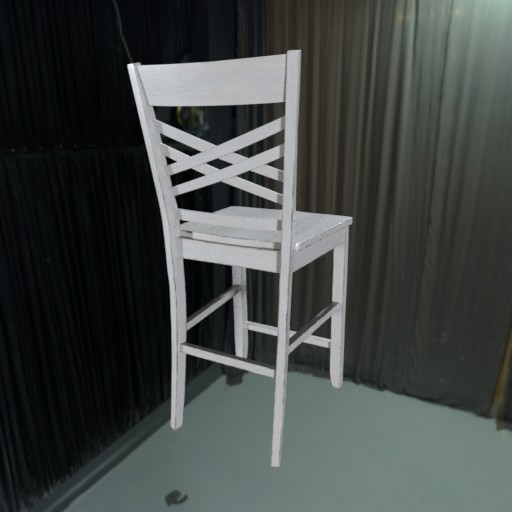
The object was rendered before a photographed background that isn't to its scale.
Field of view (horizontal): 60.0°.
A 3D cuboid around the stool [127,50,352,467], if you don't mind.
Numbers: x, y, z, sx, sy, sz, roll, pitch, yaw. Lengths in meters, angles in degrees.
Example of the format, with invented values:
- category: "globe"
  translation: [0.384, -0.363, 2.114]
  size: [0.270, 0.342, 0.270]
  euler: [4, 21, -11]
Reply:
- category: "stool"
  translation: [0.000, 0.000, 1.375]
  size: [0.462, 1.079, 0.539]
  euler: [8, 18, 26]
